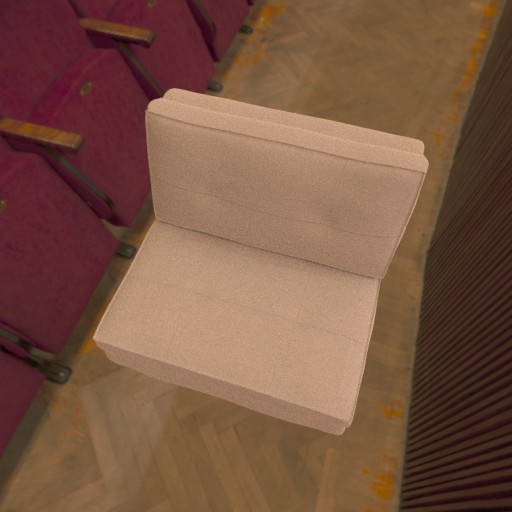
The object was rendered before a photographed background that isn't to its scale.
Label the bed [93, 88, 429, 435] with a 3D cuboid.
[{"bbox_3d":[0.000,0.000,1.331,0.799,0.614,0.749,15,59,9],"label":"bed"}]
